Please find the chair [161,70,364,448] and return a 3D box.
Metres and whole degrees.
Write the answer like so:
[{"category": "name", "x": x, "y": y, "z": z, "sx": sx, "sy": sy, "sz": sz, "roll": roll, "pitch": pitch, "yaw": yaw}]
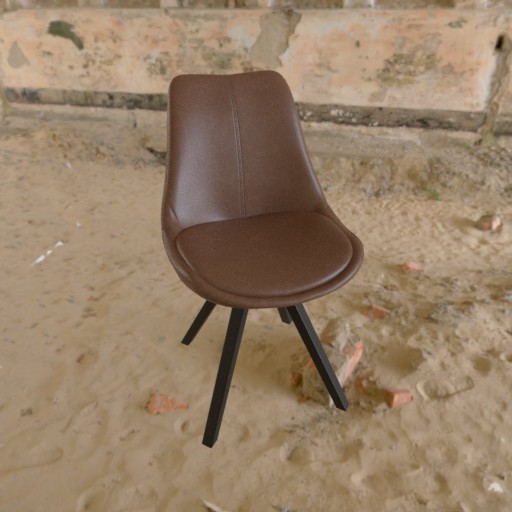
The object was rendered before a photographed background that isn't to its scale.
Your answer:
[{"category": "chair", "x": 0.000, "y": 0.000, "z": 1.187, "sx": 0.475, "sy": 0.850, "sz": 0.550, "roll": -9, "pitch": 32, "yaw": -15}]
